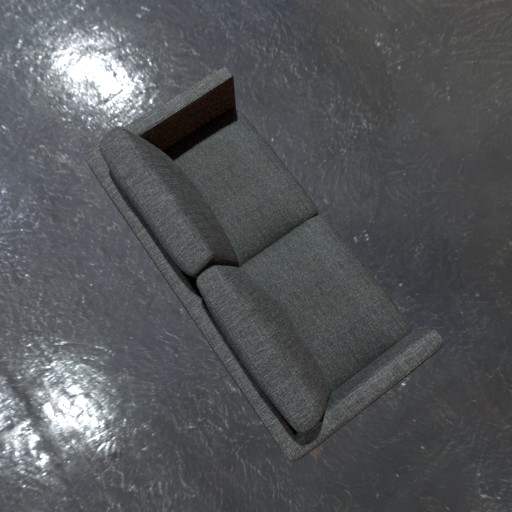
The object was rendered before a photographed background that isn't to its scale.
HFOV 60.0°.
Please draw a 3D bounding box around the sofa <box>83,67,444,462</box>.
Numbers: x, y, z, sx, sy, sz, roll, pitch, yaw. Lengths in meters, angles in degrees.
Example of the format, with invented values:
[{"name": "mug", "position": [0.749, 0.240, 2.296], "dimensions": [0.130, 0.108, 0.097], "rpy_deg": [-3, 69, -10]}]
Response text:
[{"name": "sofa", "position": [0.000, 0.000, 2.477], "dimensions": [0.950, 0.963, 1.884], "rpy_deg": [-35, 79, -8]}]
